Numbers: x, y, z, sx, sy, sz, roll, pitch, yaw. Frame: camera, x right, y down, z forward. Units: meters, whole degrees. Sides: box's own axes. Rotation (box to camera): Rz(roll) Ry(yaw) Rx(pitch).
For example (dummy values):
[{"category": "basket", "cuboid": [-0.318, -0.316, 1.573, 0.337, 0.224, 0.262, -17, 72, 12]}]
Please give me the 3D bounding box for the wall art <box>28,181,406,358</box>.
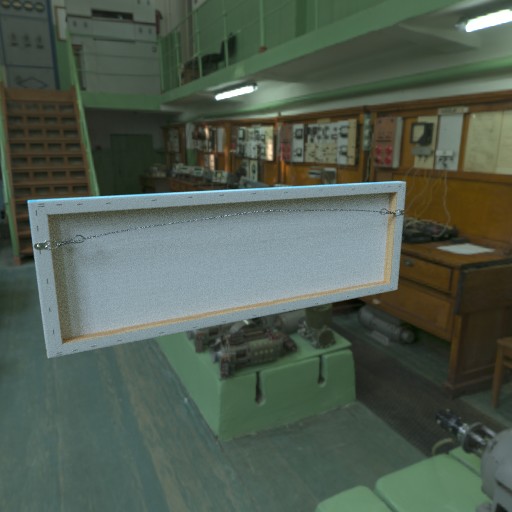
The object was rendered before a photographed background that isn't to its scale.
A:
[{"category": "wall art", "cuboid": [0.000, 0.000, 0.854, 0.759, 0.254, 0.044, -7, 16, -26]}]
